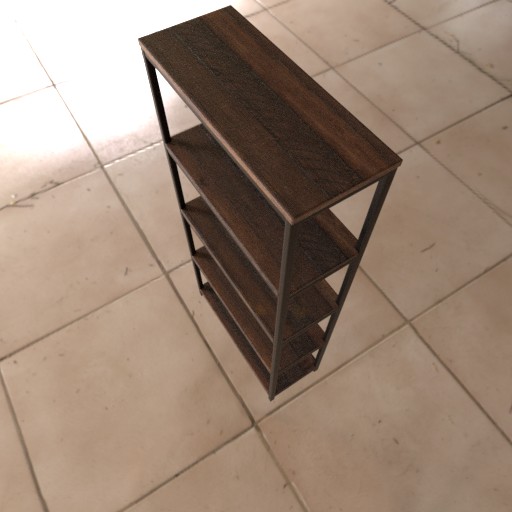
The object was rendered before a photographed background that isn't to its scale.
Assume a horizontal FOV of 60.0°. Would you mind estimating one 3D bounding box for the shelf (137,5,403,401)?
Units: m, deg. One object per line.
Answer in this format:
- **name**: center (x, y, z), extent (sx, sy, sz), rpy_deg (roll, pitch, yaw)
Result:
- **shelf**: center (0.000, 0.000, 2.106), extent (0.359, 1.860, 0.874), rpy_deg (-29, 63, -16)
